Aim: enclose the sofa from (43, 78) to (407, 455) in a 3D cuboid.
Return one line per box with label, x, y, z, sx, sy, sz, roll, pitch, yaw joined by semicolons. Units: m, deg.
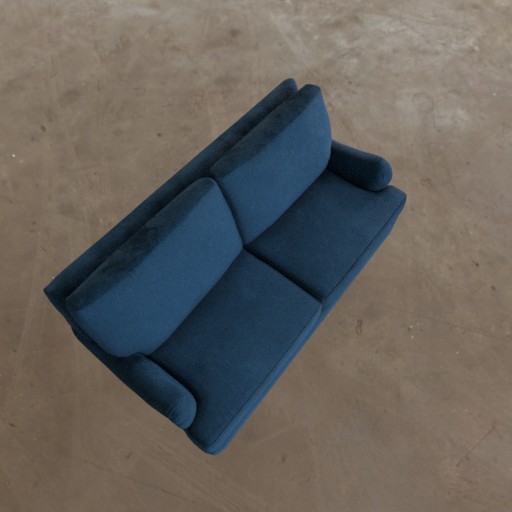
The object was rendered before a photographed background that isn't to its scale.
sofa;0.000;0.000;2.797;1.084;1.101;2.141;34;65;19
